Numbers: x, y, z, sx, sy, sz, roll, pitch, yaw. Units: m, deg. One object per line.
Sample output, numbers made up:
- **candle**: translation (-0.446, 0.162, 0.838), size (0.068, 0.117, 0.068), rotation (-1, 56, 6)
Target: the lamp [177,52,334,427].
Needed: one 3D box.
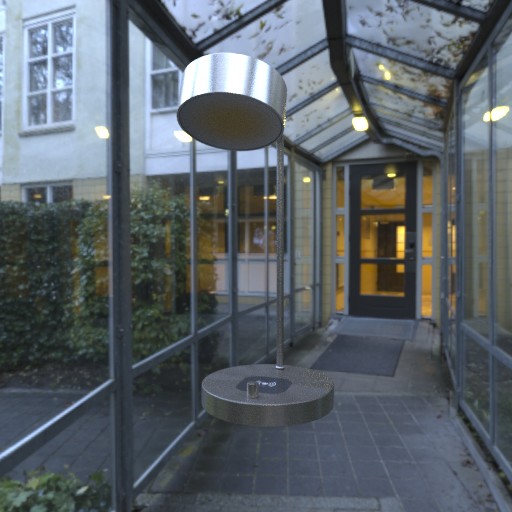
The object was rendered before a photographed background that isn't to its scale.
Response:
- **lamp**: translation (0.000, 0.000, 0.650), size (0.211, 0.469, 0.334), rotation (0, 1, 18)
